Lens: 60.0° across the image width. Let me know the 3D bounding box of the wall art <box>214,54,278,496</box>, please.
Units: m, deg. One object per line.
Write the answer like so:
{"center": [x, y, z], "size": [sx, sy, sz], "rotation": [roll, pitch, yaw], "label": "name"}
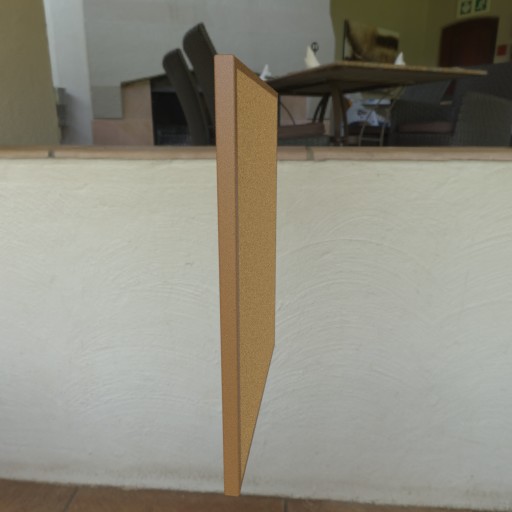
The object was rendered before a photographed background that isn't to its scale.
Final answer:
{"center": [0.000, 0.000, 0.739], "size": [0.021, 0.550, 0.449], "rotation": [2, 16, 8], "label": "wall art"}
